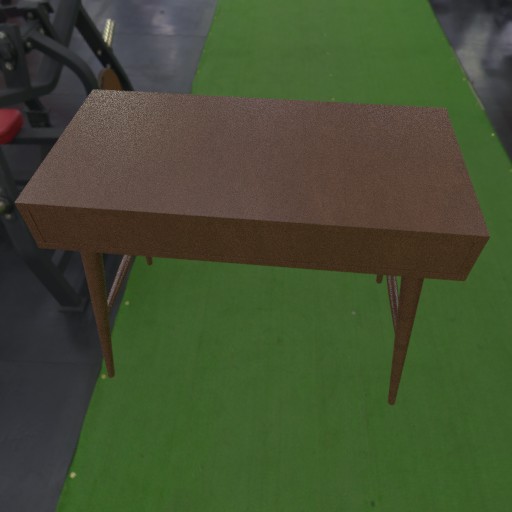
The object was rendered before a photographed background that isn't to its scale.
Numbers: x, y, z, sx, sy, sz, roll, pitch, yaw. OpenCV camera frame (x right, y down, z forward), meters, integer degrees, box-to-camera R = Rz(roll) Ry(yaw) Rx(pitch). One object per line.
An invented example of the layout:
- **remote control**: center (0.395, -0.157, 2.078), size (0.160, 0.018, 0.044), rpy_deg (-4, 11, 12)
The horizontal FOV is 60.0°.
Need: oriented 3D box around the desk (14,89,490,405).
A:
- **desk**: center (0.000, 0.000, 1.320), size (0.949, 0.758, 0.510), rpy_deg (4, 49, 4)
